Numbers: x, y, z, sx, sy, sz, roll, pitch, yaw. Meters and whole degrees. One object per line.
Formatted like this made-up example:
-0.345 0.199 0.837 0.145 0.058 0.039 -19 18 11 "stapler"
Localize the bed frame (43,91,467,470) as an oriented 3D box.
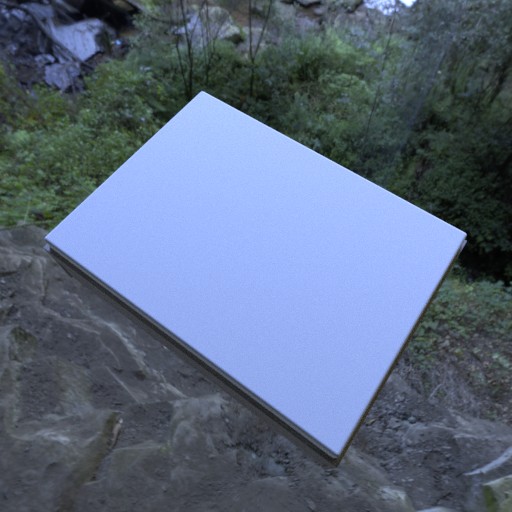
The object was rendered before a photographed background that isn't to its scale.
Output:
0.000 0.000 2.667 1.944 0.490 1.448 33 68 15 "bed frame"
